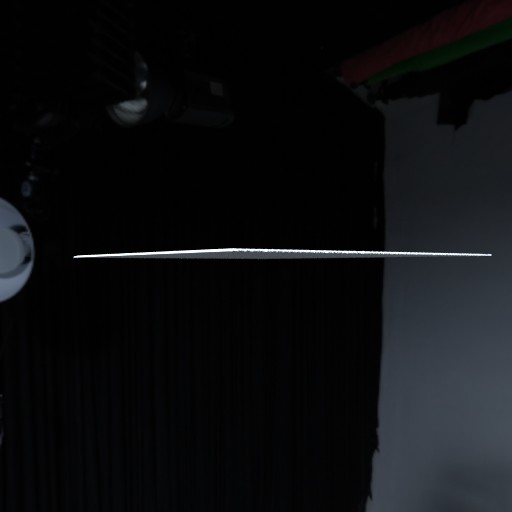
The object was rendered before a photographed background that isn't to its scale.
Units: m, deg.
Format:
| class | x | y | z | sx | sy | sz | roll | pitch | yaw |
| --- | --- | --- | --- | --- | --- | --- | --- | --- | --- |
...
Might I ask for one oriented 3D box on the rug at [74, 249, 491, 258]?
| class | x | y | z | sx | sy | sz | roll | pitch | yaw |
| --- | --- | --- | --- | --- | --- | --- | --- | --- | --- |
| rug | 0.000 | 0.000 | 3.854 | 2.312 | 0.013 | 2.940 | 1 | -1 | -36 |
